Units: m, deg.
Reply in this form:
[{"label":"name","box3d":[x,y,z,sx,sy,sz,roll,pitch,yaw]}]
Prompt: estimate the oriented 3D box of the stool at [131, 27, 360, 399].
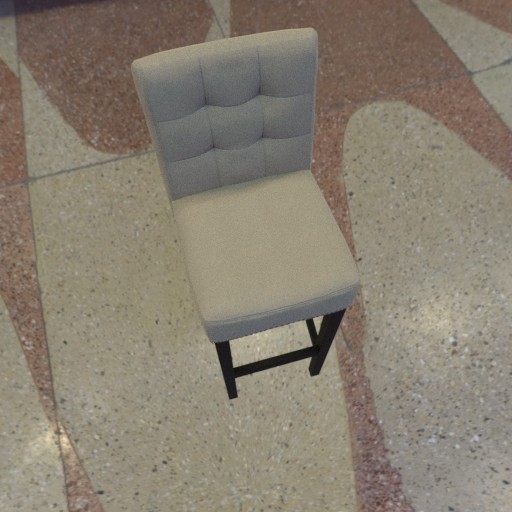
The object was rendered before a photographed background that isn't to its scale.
[{"label":"stool","box3d":[0.000,0.000,1.283,0.411,1.047,0.548,-14,63,-7]}]
